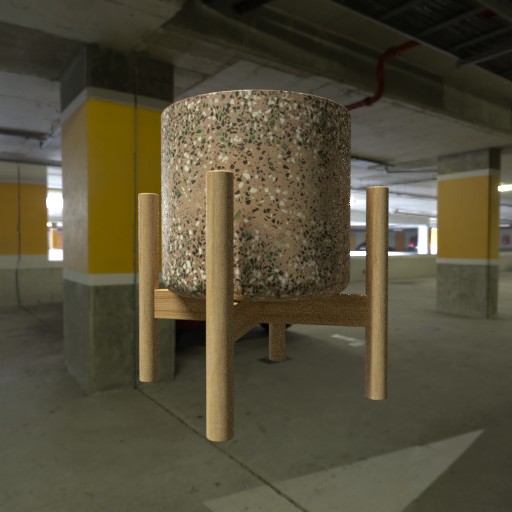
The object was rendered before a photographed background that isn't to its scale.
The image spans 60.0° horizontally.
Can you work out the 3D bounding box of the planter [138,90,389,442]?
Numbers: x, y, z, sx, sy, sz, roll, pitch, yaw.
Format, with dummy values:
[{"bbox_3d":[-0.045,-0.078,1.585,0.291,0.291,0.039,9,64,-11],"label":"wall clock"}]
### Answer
[{"bbox_3d":[0.000,0.000,0.534,0.284,0.320,0.284,1,2,36],"label":"planter"}]
